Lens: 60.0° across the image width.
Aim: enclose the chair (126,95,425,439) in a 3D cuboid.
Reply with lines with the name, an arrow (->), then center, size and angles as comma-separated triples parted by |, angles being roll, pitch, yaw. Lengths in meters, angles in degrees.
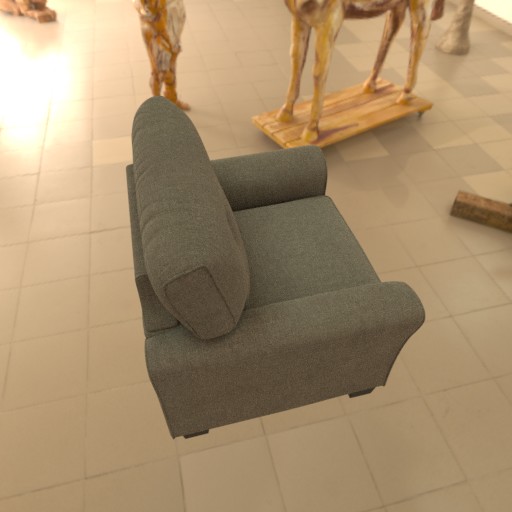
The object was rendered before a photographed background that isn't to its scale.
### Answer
chair -> 0.000, 0.000, 1.599 | 0.816, 0.890, 0.941 | -10, 46, -10
